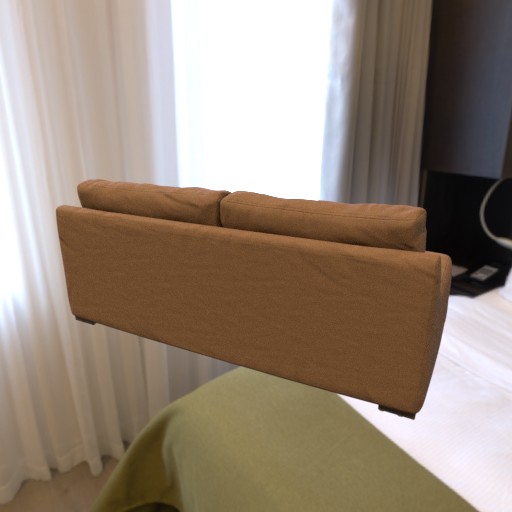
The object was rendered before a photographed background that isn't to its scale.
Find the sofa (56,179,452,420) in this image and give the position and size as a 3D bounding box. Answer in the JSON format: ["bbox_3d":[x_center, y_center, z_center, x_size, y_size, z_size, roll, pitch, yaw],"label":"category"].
[{"bbox_3d":[0.000,0.000,2.813,2.274,0.950,1.140,9,20,26],"label":"sofa"}]
